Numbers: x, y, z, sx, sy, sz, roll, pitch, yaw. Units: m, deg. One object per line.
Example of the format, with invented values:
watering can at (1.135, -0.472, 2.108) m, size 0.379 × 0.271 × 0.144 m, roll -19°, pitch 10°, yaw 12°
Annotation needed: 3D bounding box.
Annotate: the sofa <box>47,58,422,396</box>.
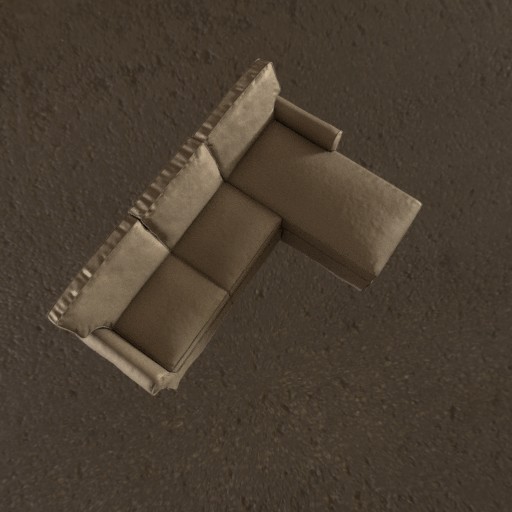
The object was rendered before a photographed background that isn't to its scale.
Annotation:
sofa at (0.000, 0.000, 3.375) m, size 1.733 × 0.978 × 2.475 m, roll 34°, pitch 77°, yaw 9°
